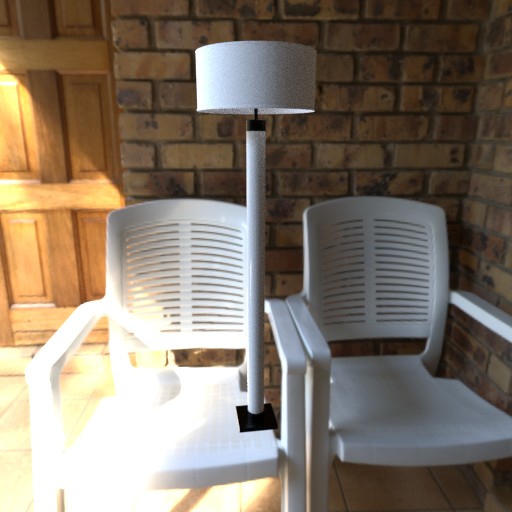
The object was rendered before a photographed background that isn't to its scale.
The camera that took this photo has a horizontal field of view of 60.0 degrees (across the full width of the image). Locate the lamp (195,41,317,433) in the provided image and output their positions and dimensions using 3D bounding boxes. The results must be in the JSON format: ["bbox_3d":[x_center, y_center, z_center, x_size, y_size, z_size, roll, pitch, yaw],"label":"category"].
[{"bbox_3d":[0.000,0.000,1.729,0.420,1.475,0.420,-2,15,-8],"label":"lamp"}]
